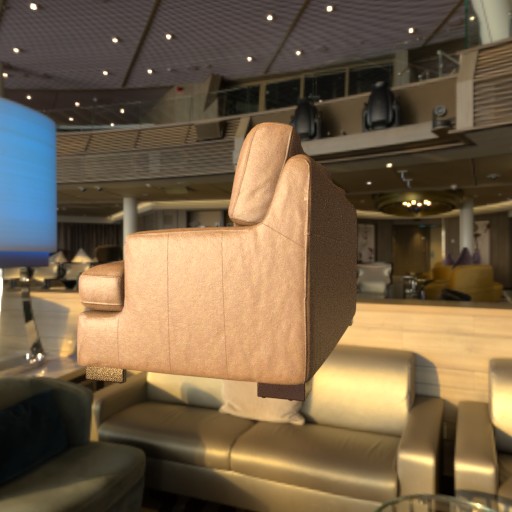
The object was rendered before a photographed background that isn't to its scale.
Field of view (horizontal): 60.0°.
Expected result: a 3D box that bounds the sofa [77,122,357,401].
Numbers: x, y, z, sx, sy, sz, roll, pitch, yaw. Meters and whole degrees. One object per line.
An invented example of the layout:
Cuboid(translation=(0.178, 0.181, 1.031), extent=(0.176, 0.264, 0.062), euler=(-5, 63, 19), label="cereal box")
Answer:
Cuboid(translation=(0.000, 0.000, 2.474), extent=(0.962, 0.980, 1.855), euler=(0, 0, 17), label="sofa")
